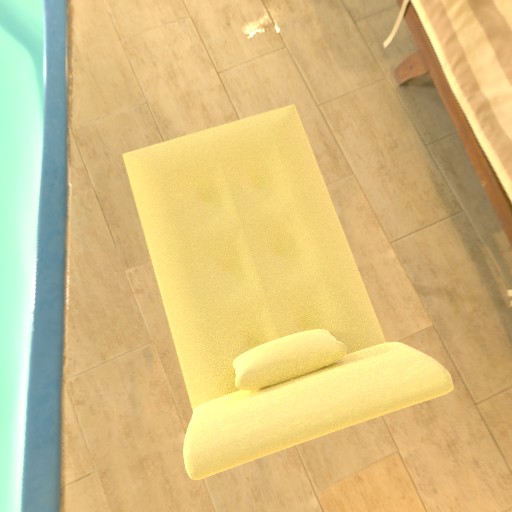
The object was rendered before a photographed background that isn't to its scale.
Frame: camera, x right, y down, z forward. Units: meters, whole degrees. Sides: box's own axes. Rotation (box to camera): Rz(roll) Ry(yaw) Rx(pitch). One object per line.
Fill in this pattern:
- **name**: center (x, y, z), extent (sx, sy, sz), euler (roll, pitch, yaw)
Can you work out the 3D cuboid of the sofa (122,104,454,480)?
- **sofa**: center (0.000, 0.000, 1.940), extent (0.930, 0.820, 1.450), euler (-17, 77, -4)
